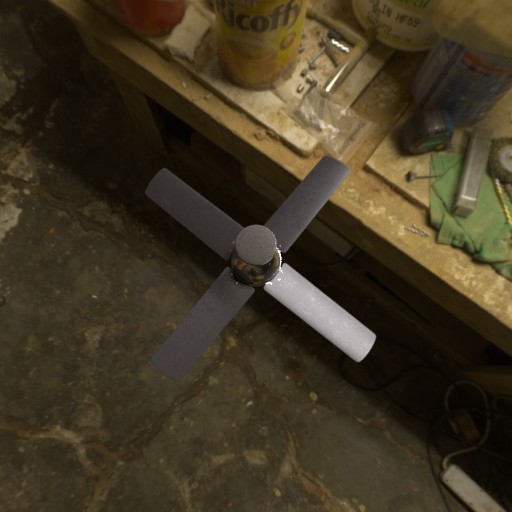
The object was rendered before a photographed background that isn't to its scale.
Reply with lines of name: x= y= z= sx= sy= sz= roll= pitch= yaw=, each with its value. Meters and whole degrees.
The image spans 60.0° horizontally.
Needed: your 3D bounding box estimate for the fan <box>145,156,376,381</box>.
fan: x=0.000 y=0.000 z=2.021 sx=1.332 sy=0.403 sz=1.332 roll=38 pitch=79 yaw=9
